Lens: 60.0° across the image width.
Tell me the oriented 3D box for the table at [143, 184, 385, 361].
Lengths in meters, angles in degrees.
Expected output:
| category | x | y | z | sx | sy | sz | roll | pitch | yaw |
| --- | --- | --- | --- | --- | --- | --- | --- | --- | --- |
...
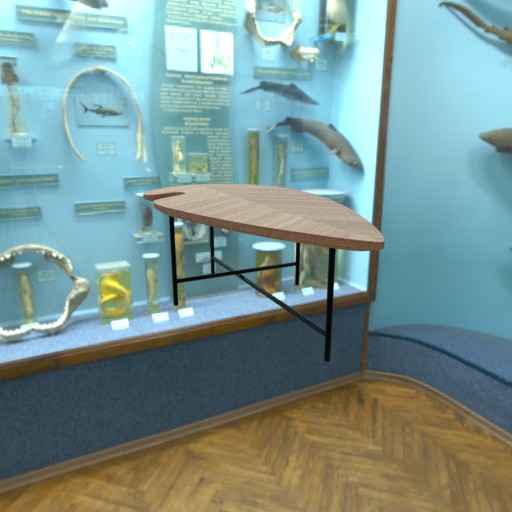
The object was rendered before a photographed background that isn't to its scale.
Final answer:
| category | x | y | z | sx | sy | sz | roll | pitch | yaw |
| --- | --- | --- | --- | --- | --- | --- | --- | --- | --- |
| table | 0.000 | 0.000 | 1.494 | 0.598 | 0.360 | 1.199 | -8 | 17 | -25 |
